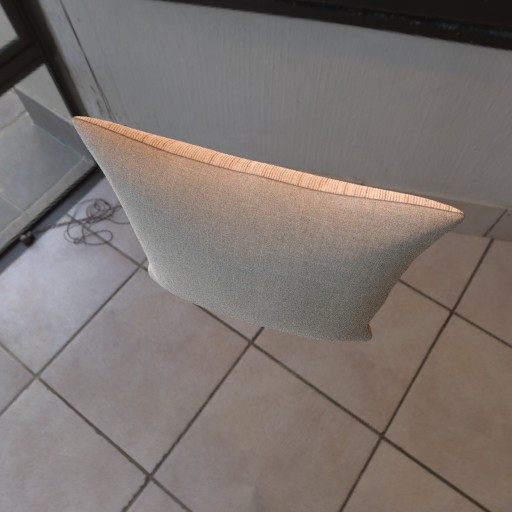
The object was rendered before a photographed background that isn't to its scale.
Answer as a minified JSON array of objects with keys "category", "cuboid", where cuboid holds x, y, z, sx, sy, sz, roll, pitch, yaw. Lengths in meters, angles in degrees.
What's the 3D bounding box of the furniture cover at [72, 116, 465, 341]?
[{"category":"furniture cover","cuboid":[0.000,0.000,0.764,0.512,0.506,0.178,16,64,8]}]
